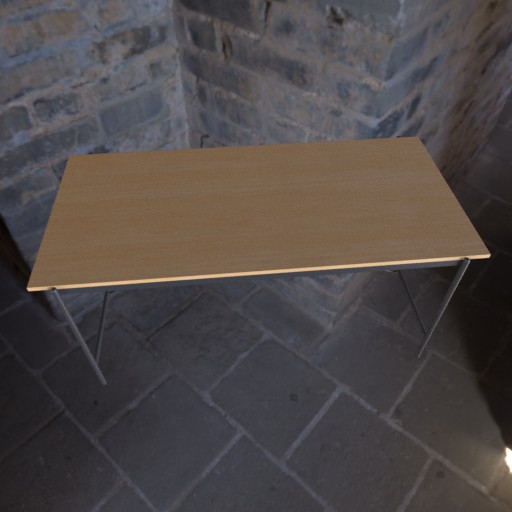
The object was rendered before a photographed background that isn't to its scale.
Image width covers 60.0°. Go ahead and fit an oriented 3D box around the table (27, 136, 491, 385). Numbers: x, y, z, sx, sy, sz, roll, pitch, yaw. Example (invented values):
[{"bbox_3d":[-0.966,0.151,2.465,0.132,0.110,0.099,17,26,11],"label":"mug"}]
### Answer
[{"bbox_3d":[0.000,0.000,2.276,1.800,0.758,0.900,-4,48,-4],"label":"table"}]
